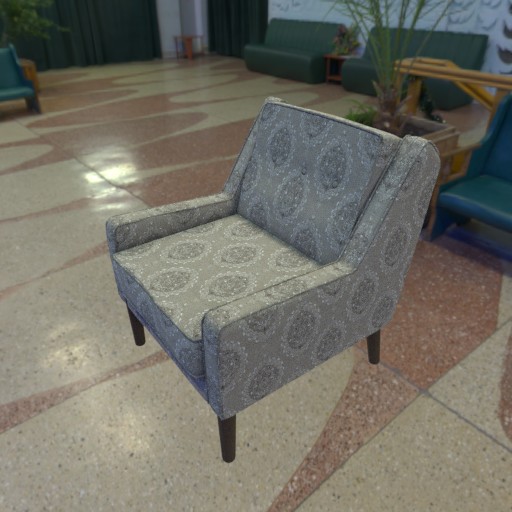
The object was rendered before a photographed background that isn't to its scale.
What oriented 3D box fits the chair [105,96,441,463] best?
[{"bbox_3d":[0.000,0.000,1.369,0.750,0.797,0.665,-22,38,-31],"label":"chair"}]
